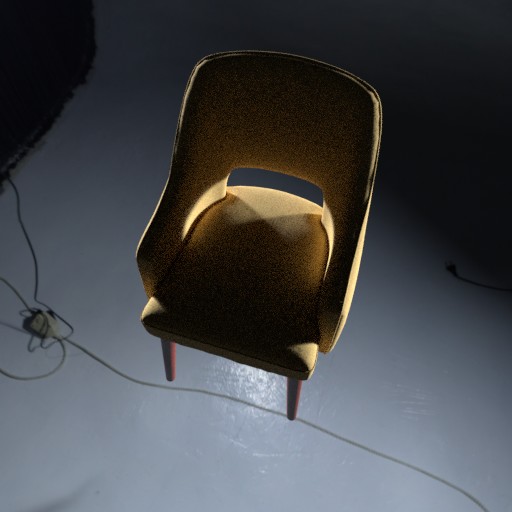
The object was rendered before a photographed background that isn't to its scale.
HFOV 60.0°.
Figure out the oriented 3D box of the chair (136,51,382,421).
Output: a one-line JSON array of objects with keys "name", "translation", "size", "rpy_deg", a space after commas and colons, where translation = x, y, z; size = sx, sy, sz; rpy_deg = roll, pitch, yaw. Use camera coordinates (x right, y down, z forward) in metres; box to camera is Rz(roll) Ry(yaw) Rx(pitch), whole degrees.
[{"name": "chair", "translation": [0.000, 0.000, 1.227], "size": [0.548, 0.849, 0.605], "rpy_deg": [15, 59, 9]}]
